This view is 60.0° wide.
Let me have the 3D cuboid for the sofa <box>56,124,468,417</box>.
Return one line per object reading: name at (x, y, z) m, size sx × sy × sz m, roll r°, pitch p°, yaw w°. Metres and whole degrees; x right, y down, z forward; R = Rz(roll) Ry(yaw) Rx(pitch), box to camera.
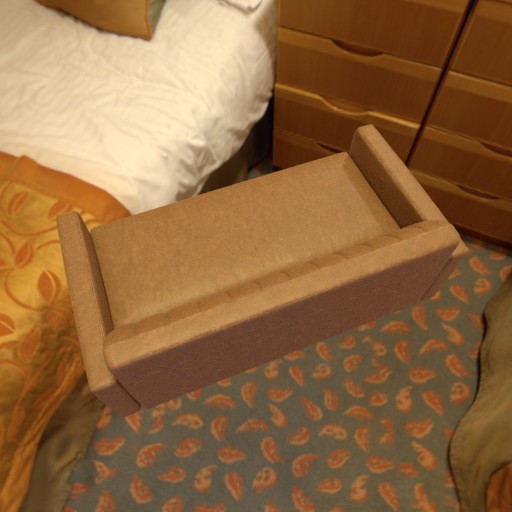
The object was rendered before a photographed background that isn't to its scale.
sofa at (0.000, 0.000, 2.389) m, size 1.847 × 0.821 × 0.993 m, roll -19°, pitch 60°, yaw -11°
